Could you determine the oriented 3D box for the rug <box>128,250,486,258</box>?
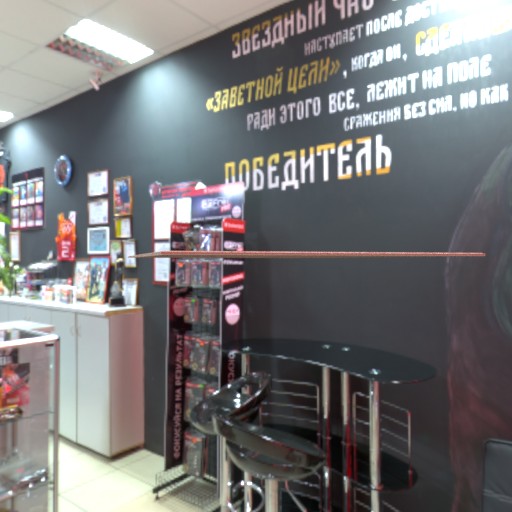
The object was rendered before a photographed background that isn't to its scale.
[{"bbox_3d":[0.000,0.000,2.354,1.219,0.012,1.839,0,-1,-19],"label":"rug"}]
